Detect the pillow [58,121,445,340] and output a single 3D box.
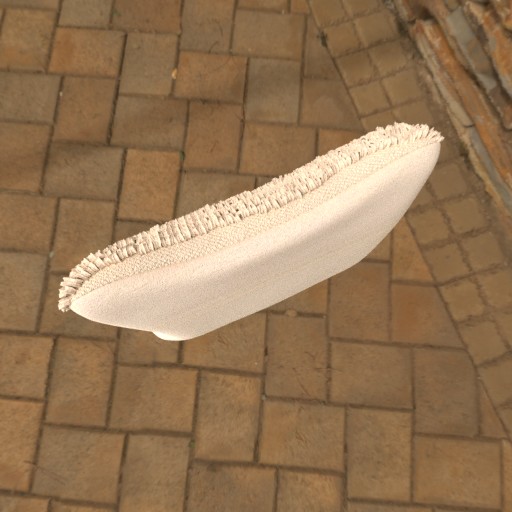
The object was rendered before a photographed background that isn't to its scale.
[{"bbox_3d":[0.000,0.000,0.647,0.437,0.427,0.145,-24,78,-6],"label":"pillow"}]
